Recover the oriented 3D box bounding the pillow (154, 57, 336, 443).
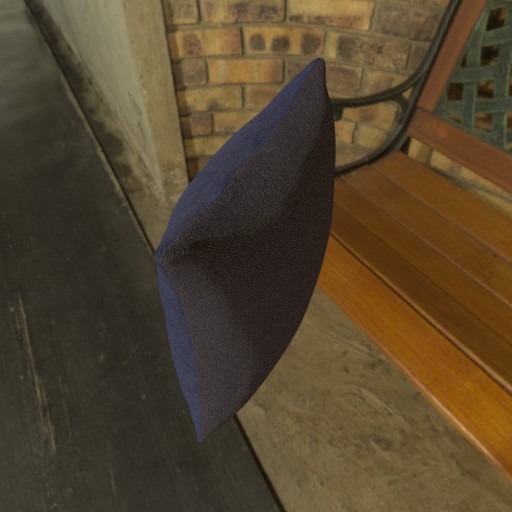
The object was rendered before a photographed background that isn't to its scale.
[{"bbox_3d":[0.000,0.000,0.686,0.204,0.439,0.452,19,50,16],"label":"pillow"}]
